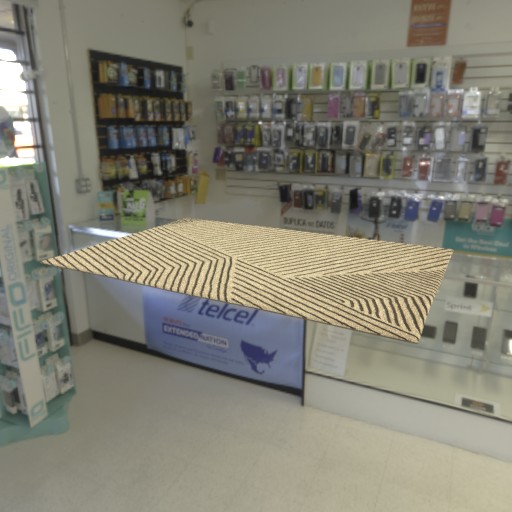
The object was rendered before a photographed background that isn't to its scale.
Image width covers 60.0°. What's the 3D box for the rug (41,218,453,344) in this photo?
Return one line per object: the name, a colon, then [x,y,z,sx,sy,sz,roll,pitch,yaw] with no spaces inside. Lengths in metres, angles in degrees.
rug: [0.000,0.000,2.363,1.842,0.019,1.237,9,19,27]
